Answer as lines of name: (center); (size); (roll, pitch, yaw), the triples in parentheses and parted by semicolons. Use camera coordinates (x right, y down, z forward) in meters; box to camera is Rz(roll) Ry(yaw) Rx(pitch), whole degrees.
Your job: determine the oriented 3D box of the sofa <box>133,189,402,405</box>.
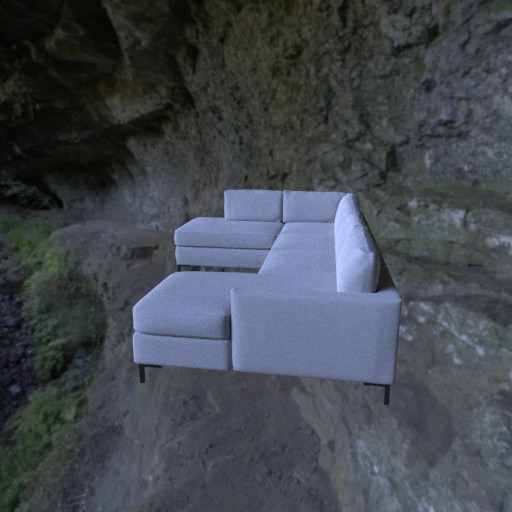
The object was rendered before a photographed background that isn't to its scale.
sofa: (0.000, 0.000, 3.842); (1.989, 0.862, 2.984); (2, 15, 9)
